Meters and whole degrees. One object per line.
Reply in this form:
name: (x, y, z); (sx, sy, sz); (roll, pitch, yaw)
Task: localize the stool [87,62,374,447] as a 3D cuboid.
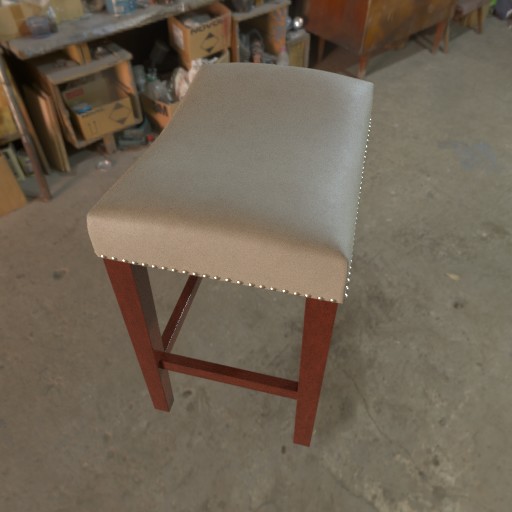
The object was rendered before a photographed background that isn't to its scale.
stool: (0.000, 0.000, 0.947); (0.375, 0.632, 0.509); (10, 48, 9)
